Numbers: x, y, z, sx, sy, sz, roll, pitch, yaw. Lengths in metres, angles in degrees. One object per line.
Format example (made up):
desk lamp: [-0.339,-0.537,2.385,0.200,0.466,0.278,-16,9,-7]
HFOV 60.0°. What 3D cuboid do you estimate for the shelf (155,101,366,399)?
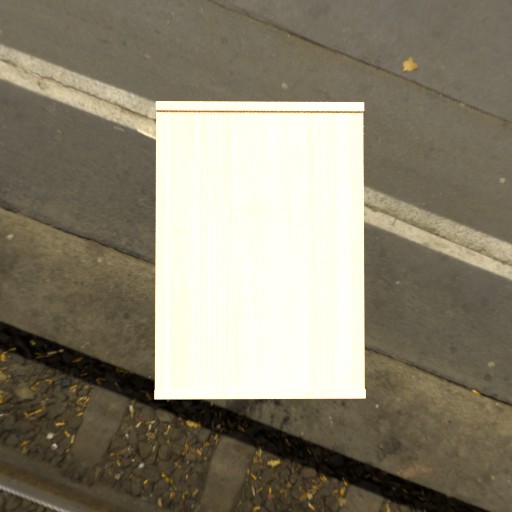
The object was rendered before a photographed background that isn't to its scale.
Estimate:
shelf: [0.000,0.000,1.056,0.292,0.876,0.417,0,89,-1]
